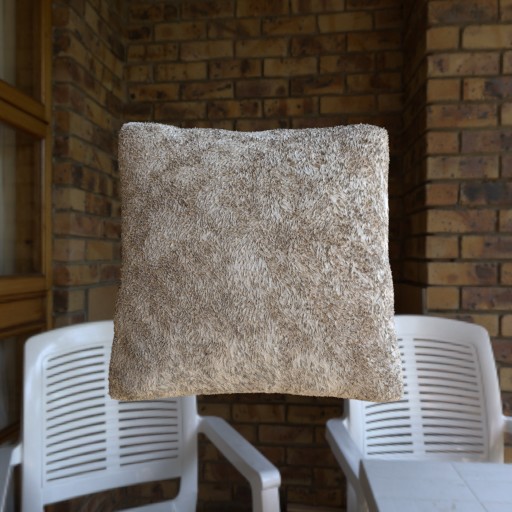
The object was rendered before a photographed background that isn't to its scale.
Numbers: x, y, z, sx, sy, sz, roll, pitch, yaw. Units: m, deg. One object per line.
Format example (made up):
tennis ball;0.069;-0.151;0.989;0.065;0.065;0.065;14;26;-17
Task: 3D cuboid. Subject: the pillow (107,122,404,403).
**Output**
pillow;0.000;0.000;0.807;0.529;0.515;0.218;0;0;0
